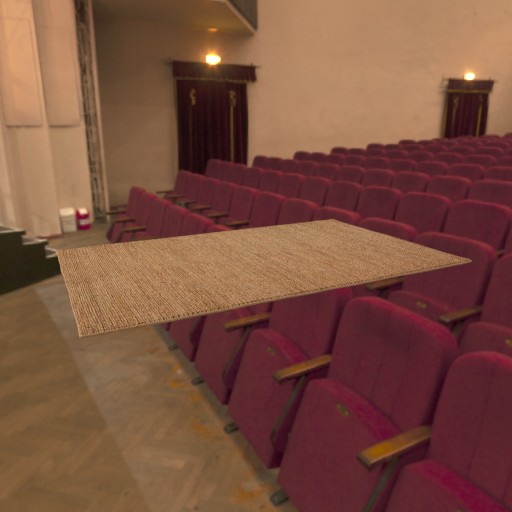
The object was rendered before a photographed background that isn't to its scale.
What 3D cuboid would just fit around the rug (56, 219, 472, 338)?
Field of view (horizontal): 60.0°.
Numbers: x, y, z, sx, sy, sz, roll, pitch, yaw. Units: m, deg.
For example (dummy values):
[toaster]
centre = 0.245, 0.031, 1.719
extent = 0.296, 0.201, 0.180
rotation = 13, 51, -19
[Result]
[rug]
centre = 0.000, 0.000, 3.047
extent = 2.438, 0.034, 1.521
rotation = -8, 18, -26
